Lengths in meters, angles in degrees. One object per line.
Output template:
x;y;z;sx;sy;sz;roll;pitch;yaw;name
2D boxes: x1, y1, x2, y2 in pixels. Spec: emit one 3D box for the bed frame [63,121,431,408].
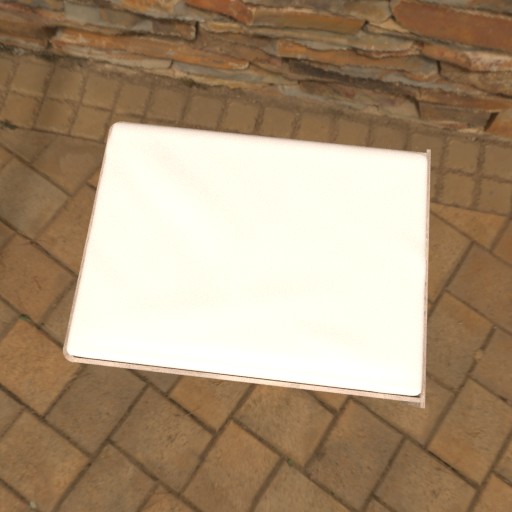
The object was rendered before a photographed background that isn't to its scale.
0.000;0.000;2.637;1.950;0.462;1.490;6;76;2;bed frame
